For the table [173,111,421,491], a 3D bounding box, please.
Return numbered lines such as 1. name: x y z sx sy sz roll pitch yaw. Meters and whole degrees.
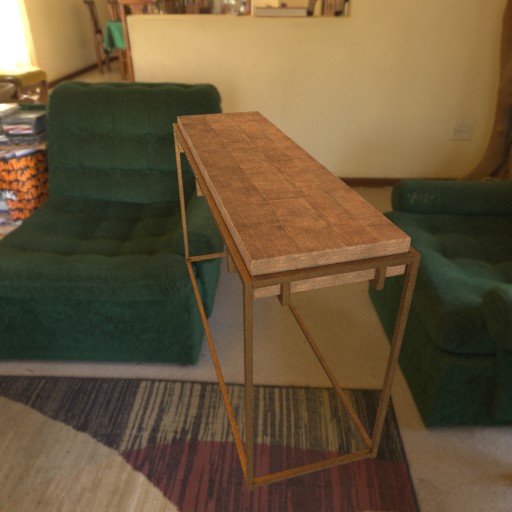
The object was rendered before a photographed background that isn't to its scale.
1. table: 0.000 0.000 1.789 0.440 0.820 1.400 -8 32 -13
